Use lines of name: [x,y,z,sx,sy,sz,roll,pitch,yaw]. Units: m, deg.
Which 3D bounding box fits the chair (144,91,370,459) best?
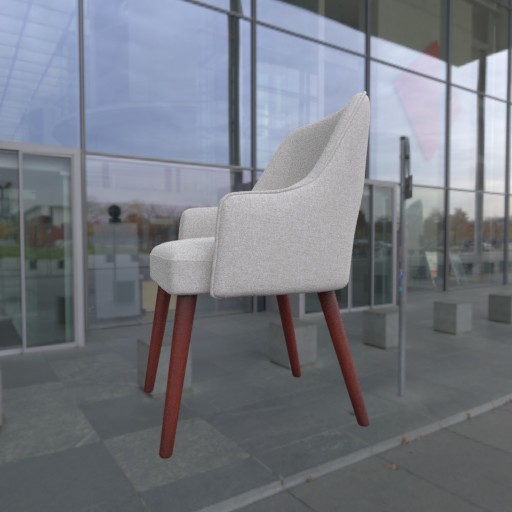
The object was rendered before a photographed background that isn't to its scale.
chair: [0.000,0.000,1.228,0.580,0.840,0.560,-1,2,-18]
